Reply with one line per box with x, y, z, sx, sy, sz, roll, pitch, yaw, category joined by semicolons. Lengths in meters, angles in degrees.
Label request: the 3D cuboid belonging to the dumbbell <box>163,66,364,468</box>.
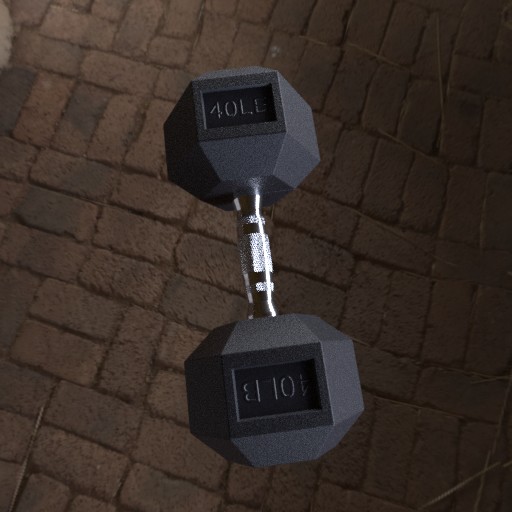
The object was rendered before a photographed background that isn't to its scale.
0.000;0.000;0.432;0.157;0.137;0.361;-7;76;-2;dumbbell
